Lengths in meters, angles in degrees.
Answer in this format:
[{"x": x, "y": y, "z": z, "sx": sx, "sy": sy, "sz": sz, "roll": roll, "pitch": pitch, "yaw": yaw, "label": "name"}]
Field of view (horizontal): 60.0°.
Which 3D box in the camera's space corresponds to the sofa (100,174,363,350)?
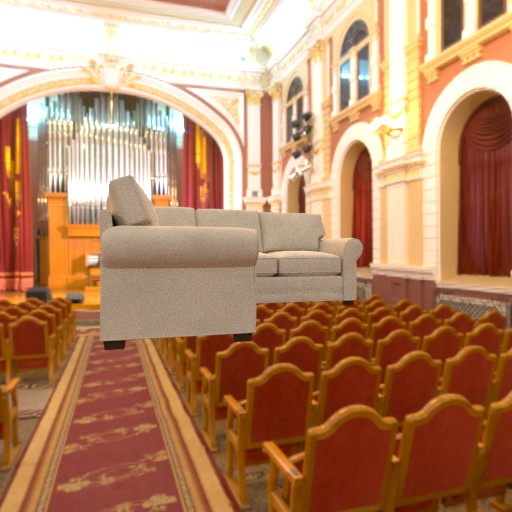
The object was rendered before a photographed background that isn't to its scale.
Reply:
[{"x": 0.000, "y": 0.000, "z": 3.977, "sx": 2.569, "sy": 1.054, "sz": 2.487, "roll": 0, "pitch": 1, "yaw": -17, "label": "sofa"}]
